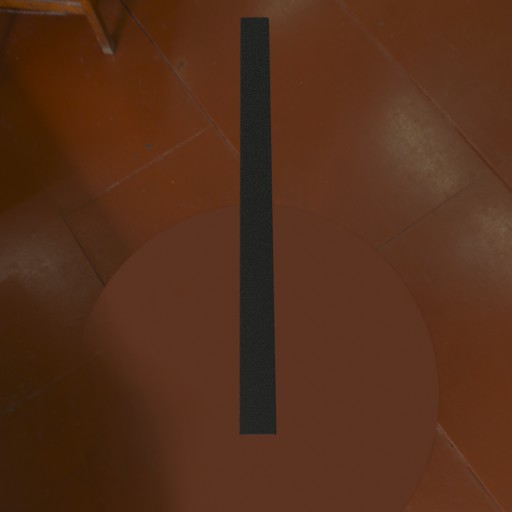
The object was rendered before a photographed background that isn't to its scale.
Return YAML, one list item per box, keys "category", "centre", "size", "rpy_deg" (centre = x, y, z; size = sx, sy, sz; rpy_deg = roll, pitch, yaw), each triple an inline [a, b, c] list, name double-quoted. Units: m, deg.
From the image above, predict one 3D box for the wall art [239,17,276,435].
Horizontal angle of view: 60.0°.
- category: "wall art"
  centre: [0.000, 0.000, 0.756]
  size: [0.037, 0.508, 0.508]
  rpy_deg: [0, 75, 0]
